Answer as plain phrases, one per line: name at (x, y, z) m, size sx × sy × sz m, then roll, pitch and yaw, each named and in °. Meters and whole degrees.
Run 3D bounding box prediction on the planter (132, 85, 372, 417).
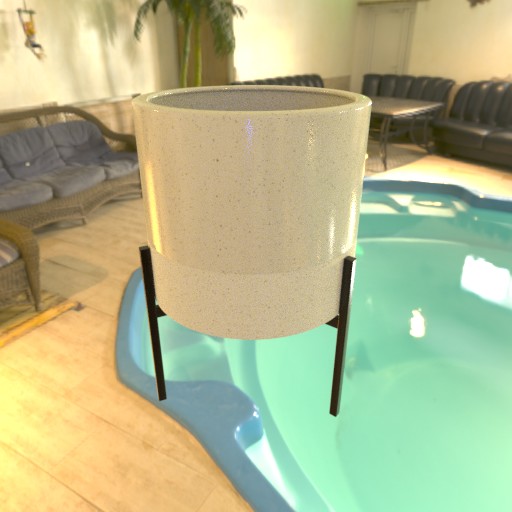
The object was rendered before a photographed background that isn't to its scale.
planter at (0.000, 0.000, 0.337) m, size 0.159 × 0.230 × 0.152 m, roll 18°, pitch 31°, yaw 32°
